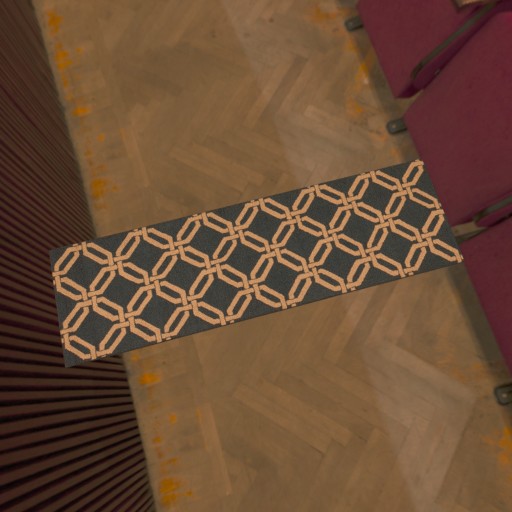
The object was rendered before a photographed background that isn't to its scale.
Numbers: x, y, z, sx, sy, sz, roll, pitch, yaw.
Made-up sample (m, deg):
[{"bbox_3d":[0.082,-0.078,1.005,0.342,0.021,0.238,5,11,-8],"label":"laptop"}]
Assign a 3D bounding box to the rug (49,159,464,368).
[{"bbox_3d":[0.000,0.000,2.529,2.276,0.014,0.678,-14,74,-4],"label":"rug"}]
